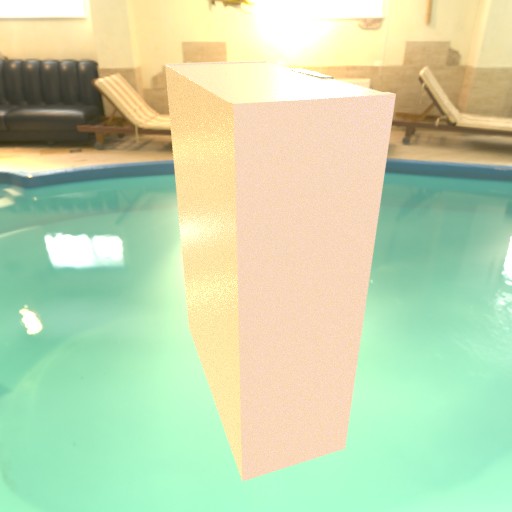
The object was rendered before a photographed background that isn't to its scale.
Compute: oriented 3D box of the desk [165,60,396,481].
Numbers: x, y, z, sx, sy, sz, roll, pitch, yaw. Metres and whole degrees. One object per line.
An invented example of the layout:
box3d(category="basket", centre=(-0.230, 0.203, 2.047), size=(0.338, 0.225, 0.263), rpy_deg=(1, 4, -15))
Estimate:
box3d(category="desk", centre=(0.000, 0.000, 1.565), size=(0.390, 1.190, 0.850), rpy_deg=(-9, 30, -17))
